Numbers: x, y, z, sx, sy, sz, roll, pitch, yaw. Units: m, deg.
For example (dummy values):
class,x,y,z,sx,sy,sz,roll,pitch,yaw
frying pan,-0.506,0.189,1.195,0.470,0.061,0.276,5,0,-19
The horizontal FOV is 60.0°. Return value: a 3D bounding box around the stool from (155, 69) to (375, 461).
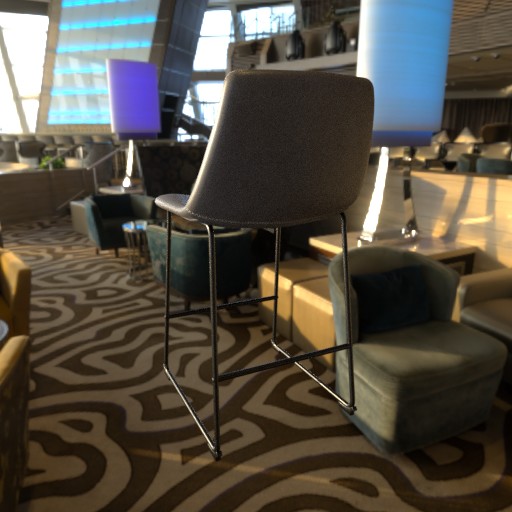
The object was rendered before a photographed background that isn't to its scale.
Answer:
class,x,y,z,sx,sy,sz,roll,pitch,yaw
stool,0.000,0.000,1.204,0.470,0.876,0.546,-8,17,-26
